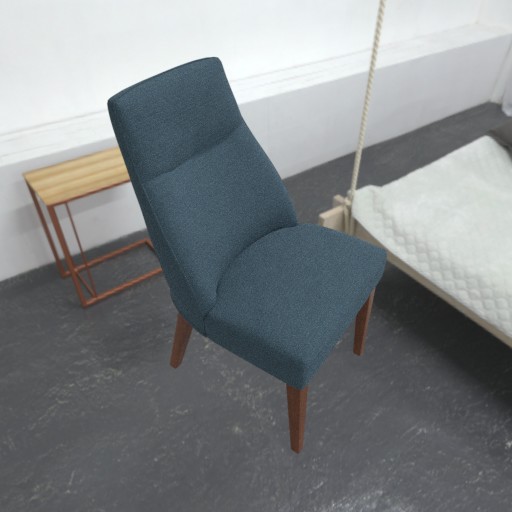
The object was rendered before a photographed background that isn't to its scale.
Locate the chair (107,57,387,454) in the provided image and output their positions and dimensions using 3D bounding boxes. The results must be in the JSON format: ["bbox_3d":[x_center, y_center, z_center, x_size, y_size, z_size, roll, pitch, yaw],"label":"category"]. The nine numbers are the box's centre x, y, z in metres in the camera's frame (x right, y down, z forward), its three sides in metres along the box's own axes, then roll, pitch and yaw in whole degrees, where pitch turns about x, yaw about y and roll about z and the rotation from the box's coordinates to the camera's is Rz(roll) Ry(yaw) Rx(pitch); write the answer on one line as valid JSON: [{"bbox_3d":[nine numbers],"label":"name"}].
[{"bbox_3d":[0.000,0.000,1.273,0.620,0.930,0.500,25,47,25],"label":"chair"}]
